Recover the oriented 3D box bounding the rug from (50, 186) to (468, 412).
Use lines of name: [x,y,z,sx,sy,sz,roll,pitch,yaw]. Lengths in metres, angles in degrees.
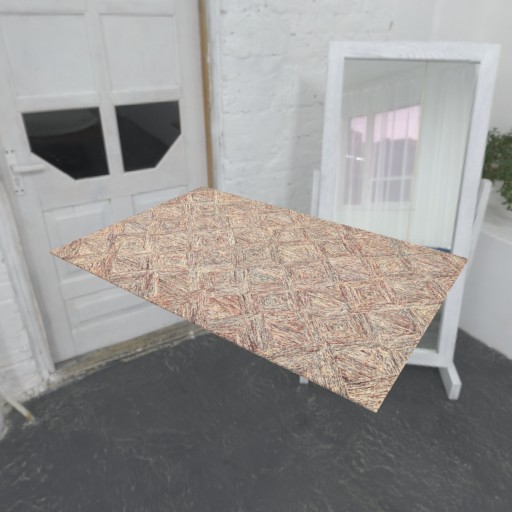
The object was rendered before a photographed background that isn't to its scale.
rug: [0.000,0.000,2.903,2.285,0.019,1.523,19,35,31]
